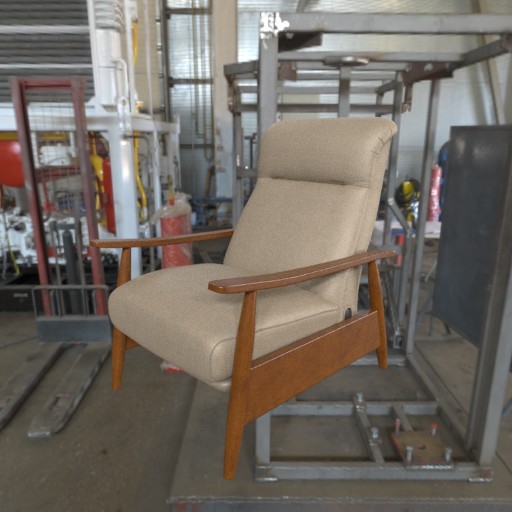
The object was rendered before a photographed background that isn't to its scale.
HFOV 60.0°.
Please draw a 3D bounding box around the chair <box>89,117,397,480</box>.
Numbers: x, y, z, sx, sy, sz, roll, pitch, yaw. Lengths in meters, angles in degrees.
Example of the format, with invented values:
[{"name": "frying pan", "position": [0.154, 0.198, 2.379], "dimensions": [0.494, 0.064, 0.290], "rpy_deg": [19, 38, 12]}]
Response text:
[{"name": "chair", "position": [0.000, 0.000, 1.782], "dimensions": [0.762, 1.082, 1.032], "rpy_deg": [15, 21, 43]}]
